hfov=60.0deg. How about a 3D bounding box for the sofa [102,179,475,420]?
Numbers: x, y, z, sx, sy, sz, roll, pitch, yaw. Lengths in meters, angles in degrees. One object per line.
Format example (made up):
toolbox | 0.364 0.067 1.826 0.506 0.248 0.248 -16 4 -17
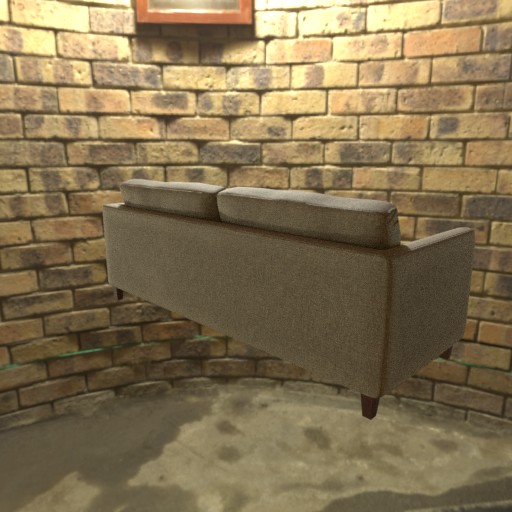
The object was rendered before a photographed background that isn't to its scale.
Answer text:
sofa | 0.000 0.000 2.919 2.434 0.951 0.948 13 19 43
